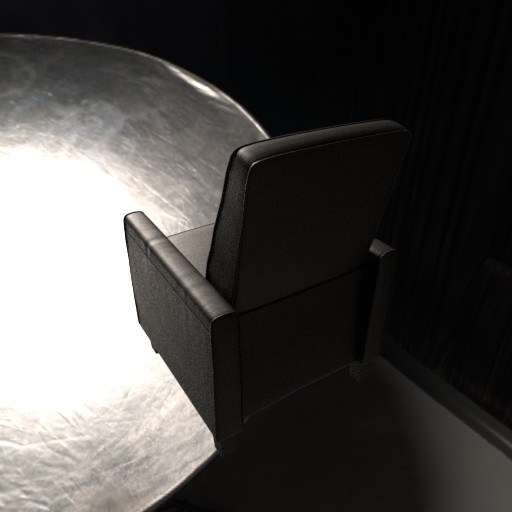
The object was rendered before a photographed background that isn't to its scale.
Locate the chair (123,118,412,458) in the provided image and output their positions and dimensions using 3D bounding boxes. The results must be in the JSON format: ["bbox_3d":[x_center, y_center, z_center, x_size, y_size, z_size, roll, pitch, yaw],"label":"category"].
[{"bbox_3d":[0.000,0.000,1.551,0.705,1.013,0.746,-18,35,-28],"label":"chair"}]
